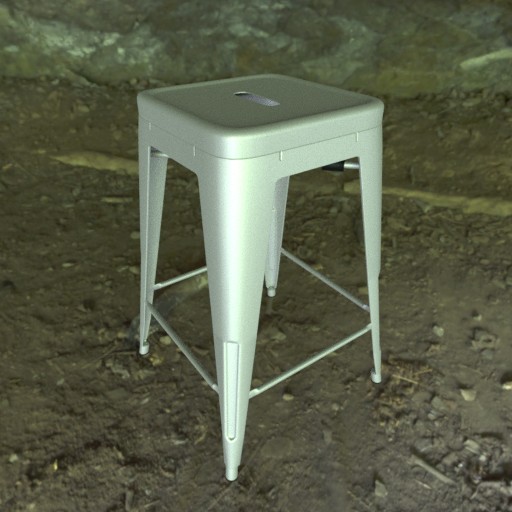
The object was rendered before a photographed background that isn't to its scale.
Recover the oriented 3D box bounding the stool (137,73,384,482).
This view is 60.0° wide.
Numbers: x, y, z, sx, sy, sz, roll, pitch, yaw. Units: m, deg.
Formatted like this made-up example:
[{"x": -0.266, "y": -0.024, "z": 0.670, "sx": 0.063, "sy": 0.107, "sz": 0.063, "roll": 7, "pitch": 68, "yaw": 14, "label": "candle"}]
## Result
[{"x": 0.000, "y": 0.000, "z": 0.872, "sx": 0.410, "sy": 0.608, "sz": 0.410, "roll": -21, "pitch": 38, "yaw": -30, "label": "stool"}]
